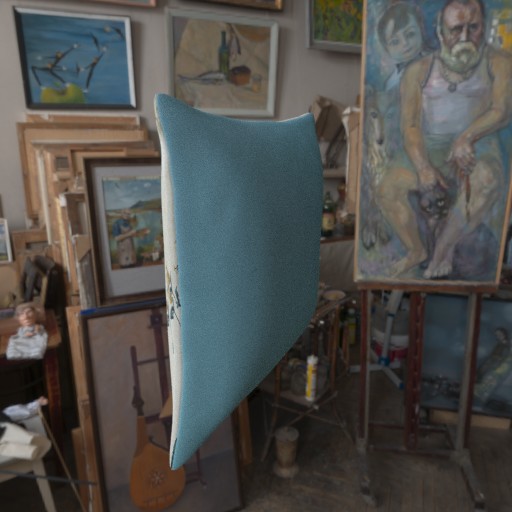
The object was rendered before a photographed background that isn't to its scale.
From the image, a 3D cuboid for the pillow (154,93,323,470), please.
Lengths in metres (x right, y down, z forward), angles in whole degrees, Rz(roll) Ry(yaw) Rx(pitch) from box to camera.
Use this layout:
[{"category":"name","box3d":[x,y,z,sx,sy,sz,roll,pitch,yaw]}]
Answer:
[{"category":"pillow","box3d":[0.000,0.000,0.788,0.166,0.507,0.526,7,17,25]}]
